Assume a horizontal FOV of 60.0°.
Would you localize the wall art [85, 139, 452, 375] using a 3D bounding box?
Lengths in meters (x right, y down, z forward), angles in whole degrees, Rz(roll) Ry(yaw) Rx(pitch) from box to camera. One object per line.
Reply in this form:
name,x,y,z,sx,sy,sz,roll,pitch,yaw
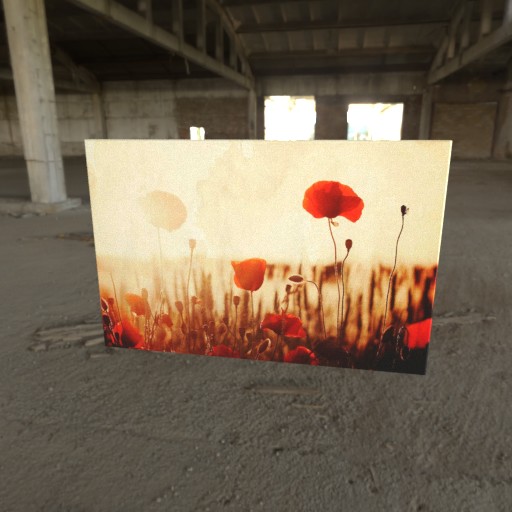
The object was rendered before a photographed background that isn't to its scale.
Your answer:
wall art,0.000,0.000,1.187,0.918,0.602,0.038,3,16,10
